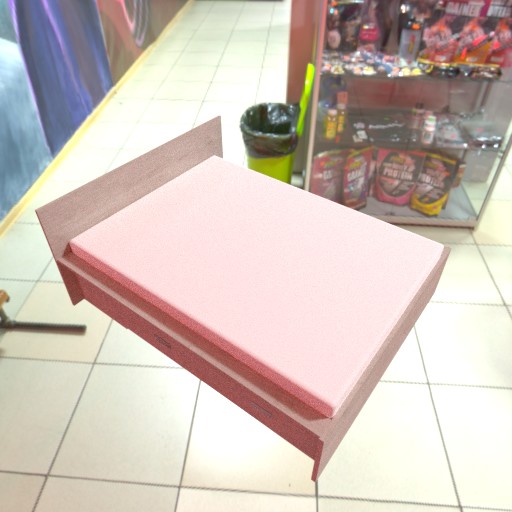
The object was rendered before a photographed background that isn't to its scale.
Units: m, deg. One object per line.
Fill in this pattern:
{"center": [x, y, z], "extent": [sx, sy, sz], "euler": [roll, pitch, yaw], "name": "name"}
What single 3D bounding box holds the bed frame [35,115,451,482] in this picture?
{"center": [0.000, 0.000, 2.850], "extent": [1.960, 0.800, 1.622], "euler": [27, 48, 27], "name": "bed frame"}
